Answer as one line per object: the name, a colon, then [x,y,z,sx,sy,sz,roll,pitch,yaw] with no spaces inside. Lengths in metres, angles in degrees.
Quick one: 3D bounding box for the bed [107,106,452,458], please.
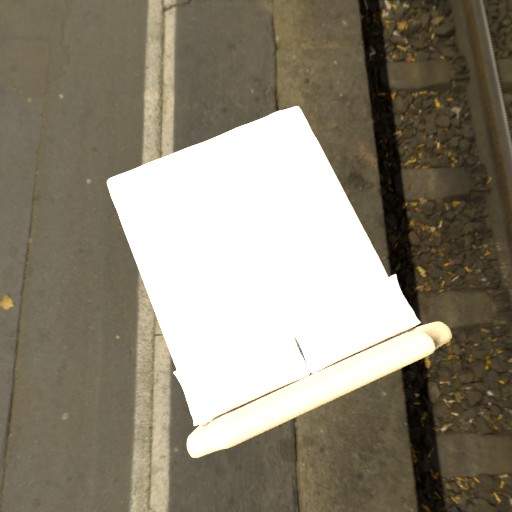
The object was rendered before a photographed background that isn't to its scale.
bed: [0.000,0.000,3.907,2.134,1.524,2.548,-23,76,-6]
